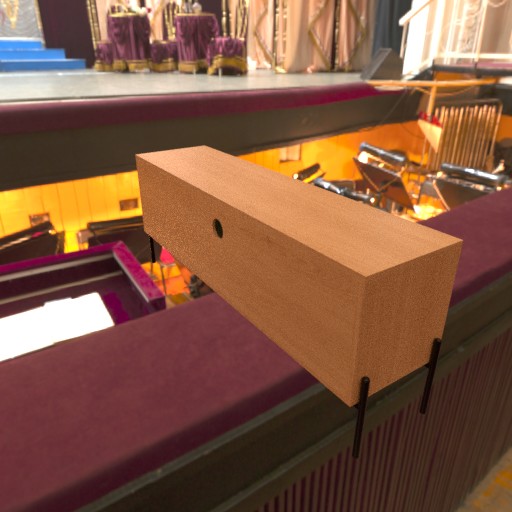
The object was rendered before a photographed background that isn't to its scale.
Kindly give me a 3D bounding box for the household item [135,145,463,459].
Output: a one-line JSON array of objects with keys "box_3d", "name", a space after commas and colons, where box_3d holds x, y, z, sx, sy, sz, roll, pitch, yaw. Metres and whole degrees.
[{"box_3d": [0.000, 0.000, 1.820, 0.400, 0.600, 1.550, -16, 30, -30], "name": "household item"}]
